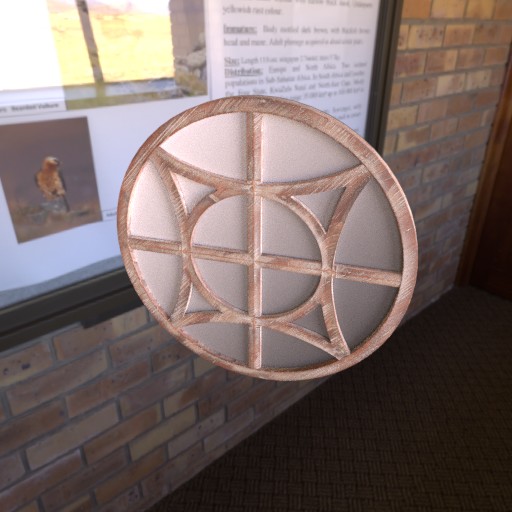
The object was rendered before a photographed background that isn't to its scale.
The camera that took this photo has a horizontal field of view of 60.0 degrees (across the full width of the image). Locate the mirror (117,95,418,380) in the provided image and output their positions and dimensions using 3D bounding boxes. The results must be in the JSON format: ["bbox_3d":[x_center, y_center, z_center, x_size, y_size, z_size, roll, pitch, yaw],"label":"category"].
[{"bbox_3d":[0.000,0.000,1.038,0.710,0.710,0.038,8,28,15],"label":"mirror"}]
